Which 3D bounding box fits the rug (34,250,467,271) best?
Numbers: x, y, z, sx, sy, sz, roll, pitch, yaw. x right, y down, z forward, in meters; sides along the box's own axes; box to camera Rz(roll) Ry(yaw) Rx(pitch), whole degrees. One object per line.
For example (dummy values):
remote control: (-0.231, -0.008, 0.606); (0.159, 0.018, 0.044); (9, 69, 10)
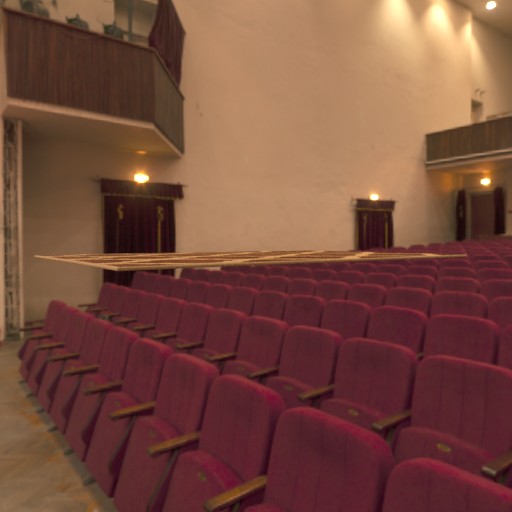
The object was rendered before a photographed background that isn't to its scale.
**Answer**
rug: (0.000, 0.000, 2.804); (2.290, 0.014, 1.526); (-1, 3, -36)
